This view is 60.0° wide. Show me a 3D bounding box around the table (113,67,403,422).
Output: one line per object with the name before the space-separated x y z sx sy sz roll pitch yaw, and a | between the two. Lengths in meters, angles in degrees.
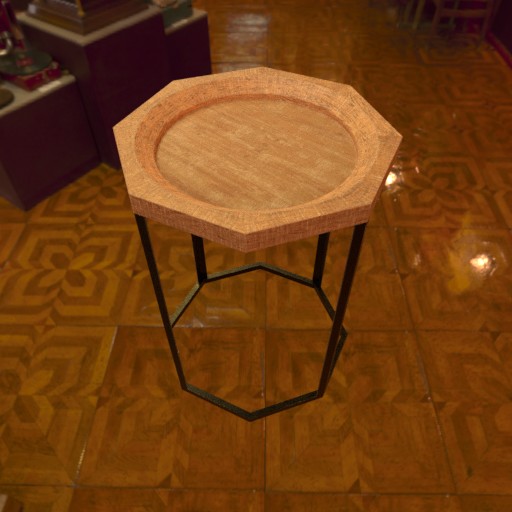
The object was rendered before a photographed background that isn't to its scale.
table | 0.000 0.000 0.870 0.437 0.553 0.437 2 48 2
